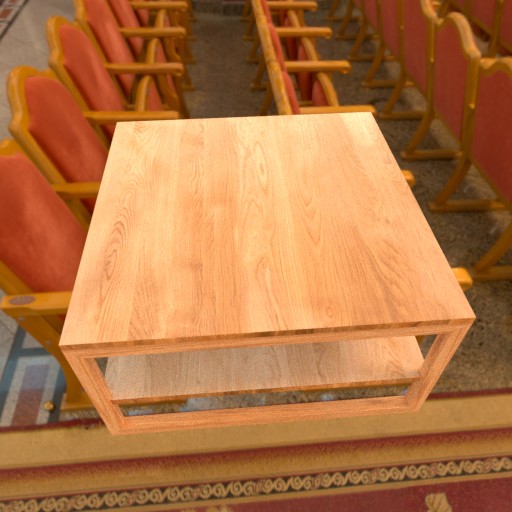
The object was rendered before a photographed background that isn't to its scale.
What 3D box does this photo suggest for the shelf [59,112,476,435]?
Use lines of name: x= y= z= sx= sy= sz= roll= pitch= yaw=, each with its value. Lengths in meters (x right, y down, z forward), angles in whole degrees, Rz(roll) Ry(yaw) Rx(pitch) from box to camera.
shelf: x=0.000 y=0.000 z=1.430 sx=0.899 sy=0.480 sz=0.899 roll=-3 pitch=47 yaw=-3
